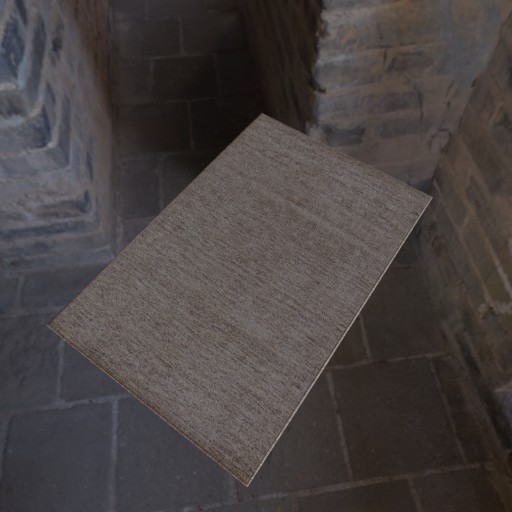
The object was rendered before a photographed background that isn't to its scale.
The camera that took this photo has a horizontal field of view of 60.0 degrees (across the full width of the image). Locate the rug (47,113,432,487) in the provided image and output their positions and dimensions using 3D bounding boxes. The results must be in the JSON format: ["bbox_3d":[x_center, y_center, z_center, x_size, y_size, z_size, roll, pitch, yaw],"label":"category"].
[{"bbox_3d":[0.000,0.000,2.361,1.211,0.018,1.822,31,64,17],"label":"rug"}]
